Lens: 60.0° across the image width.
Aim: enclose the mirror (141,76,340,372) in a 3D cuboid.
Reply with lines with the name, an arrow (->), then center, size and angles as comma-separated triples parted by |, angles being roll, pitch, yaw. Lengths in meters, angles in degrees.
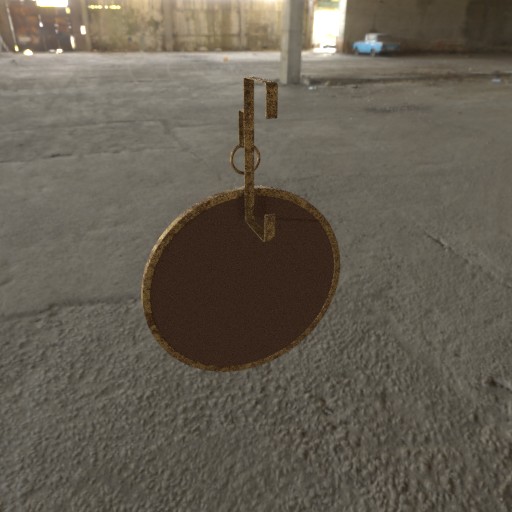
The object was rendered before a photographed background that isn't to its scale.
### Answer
mirror -> 0.000, 0.000, 0.870 | 0.447, 0.651, 0.144 | -9, 28, -18
